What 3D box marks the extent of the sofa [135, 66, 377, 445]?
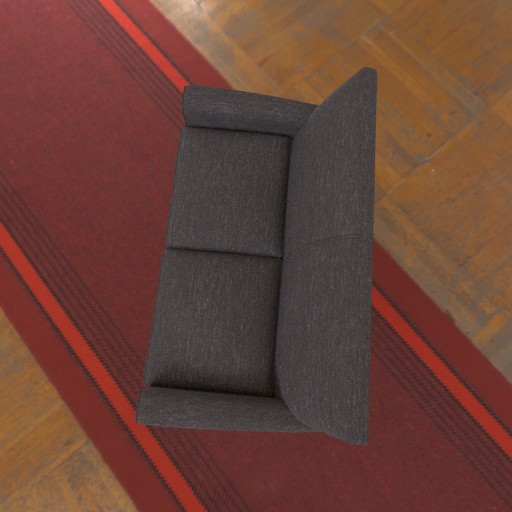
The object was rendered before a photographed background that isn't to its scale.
[{"bbox_3d":[0.000,0.000,2.056,0.867,0.905,1.509,5,76,1],"label":"sofa"}]
